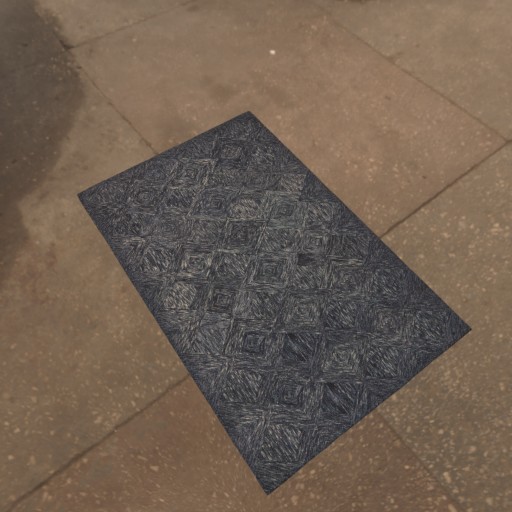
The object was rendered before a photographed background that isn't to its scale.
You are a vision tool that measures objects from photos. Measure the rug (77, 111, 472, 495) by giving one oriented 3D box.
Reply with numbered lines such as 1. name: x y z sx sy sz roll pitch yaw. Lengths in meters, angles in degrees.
1. rug: 0.000 0.000 2.185 1.139 0.010 1.754 -31 64 -17
